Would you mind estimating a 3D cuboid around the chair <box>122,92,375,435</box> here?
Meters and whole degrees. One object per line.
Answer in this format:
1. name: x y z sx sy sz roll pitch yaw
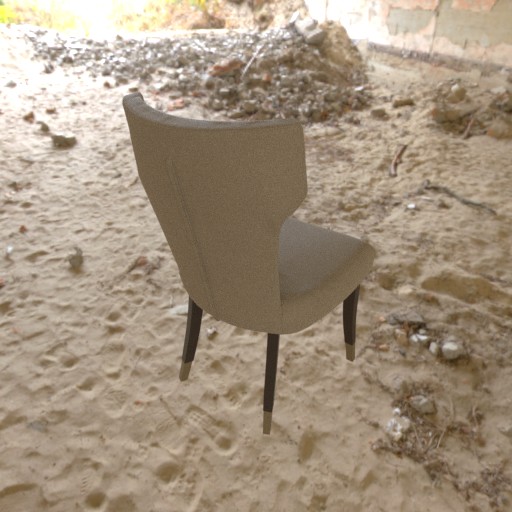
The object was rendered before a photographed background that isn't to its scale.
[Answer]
1. chair: 0.000 0.000 1.341 0.526 0.955 0.630 21 37 31
